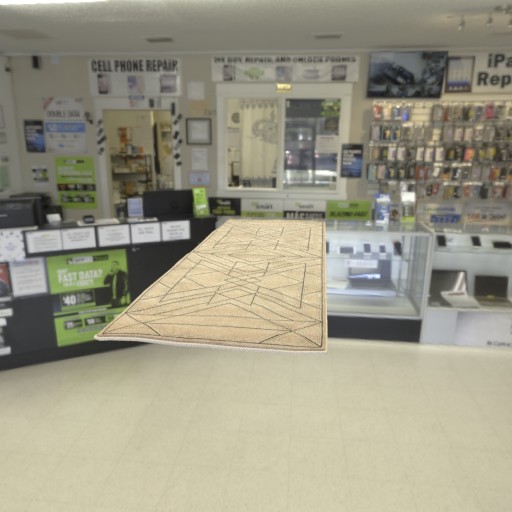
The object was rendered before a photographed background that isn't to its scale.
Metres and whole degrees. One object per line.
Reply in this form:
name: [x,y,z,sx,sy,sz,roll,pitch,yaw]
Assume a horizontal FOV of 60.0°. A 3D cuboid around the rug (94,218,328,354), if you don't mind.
rug: [0.000,0.000,2.658,0.831,0.036,2.381,2,15,8]
